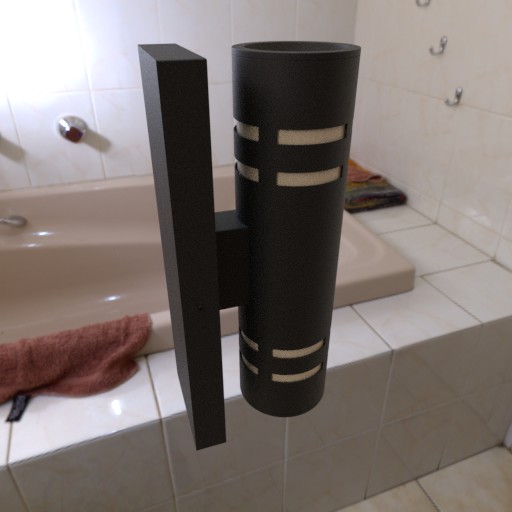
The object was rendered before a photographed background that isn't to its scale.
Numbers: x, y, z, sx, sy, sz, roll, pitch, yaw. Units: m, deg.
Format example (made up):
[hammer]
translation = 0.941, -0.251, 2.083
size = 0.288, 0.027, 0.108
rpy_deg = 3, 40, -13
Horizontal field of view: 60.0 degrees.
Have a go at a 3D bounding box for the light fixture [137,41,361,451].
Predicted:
[light fixture]
translation = 0.000, 0.000, 0.387
size = 0.149, 0.330, 0.105
rpy_deg = -10, 31, -16
